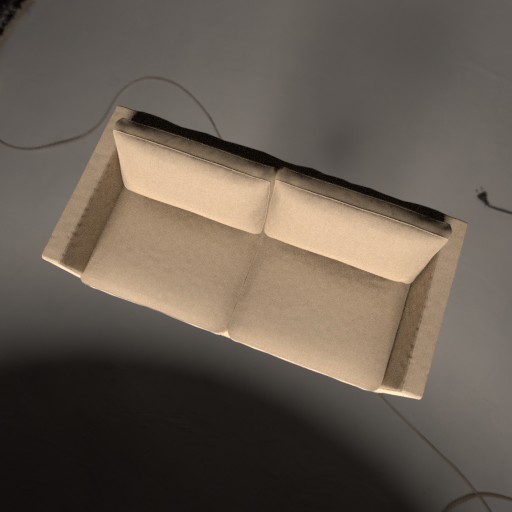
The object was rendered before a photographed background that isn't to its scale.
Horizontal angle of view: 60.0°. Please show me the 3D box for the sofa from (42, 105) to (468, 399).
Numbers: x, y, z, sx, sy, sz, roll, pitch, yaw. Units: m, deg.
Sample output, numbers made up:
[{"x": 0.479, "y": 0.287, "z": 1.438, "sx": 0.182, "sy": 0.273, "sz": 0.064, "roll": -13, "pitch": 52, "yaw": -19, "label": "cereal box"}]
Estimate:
[{"x": 0.000, "y": 0.000, "z": 2.491, "sx": 1.987, "sy": 0.847, "sz": 0.956, "roll": 20, "pitch": 77, "yaw": 5, "label": "sofa"}]
